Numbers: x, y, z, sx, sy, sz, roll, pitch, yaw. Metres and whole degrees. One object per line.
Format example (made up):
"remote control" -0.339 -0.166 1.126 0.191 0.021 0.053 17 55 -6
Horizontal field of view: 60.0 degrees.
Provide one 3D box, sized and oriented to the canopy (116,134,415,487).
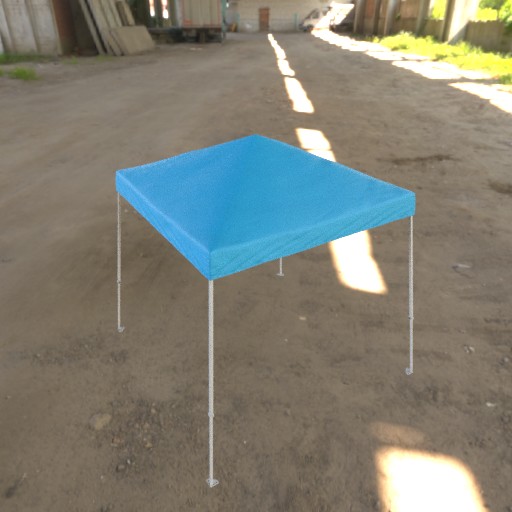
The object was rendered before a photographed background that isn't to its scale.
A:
"canopy" 0.000 0.000 6.618 3.600 3.600 3.599 -17 33 -28
